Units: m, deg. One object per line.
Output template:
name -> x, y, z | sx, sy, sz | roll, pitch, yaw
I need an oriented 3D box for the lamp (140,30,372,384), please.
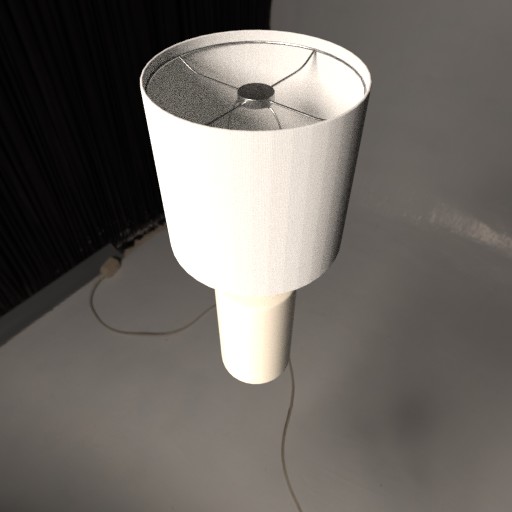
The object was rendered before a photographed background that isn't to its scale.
lamp -> 0.000, 0.000, 0.588 | 0.212, 0.493, 0.212 | 30, 53, 25
